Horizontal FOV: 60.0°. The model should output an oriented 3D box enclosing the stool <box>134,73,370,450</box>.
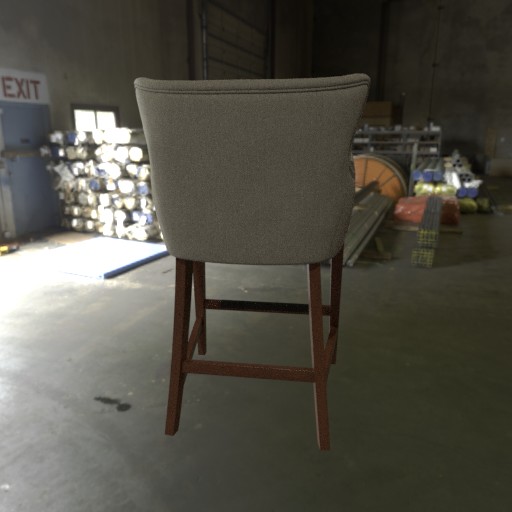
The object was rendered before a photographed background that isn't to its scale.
[{"bbox_3d":[0.000,0.000,1.298,0.575,0.951,0.575,2,16,8],"label":"stool"}]
